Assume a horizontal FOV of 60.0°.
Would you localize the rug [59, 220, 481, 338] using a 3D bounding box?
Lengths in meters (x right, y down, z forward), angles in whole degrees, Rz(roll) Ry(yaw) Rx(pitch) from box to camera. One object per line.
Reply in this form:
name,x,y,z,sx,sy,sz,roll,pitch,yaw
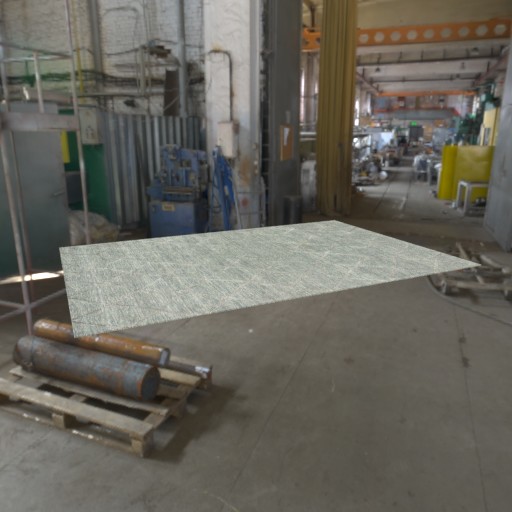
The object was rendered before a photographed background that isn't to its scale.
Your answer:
rug,0.000,0.000,2.862,2.283,0.006,1.521,-7,17,-24
